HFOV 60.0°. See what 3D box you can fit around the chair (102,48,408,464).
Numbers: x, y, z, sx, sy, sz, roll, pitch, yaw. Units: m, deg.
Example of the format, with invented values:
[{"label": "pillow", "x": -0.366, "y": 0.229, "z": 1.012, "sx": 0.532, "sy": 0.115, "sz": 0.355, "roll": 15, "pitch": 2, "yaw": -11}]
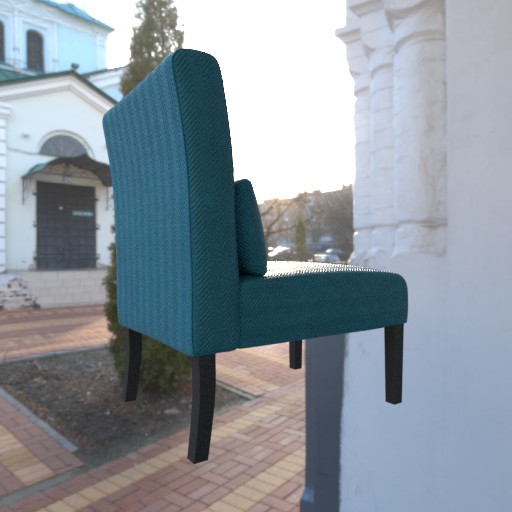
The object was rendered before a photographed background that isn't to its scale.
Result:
[{"label": "chair", "x": 0.000, "y": 0.000, "z": 1.401, "sx": 0.808, "sy": 0.927, "sz": 0.579, "roll": 0, "pitch": 1, "yaw": -34}]
